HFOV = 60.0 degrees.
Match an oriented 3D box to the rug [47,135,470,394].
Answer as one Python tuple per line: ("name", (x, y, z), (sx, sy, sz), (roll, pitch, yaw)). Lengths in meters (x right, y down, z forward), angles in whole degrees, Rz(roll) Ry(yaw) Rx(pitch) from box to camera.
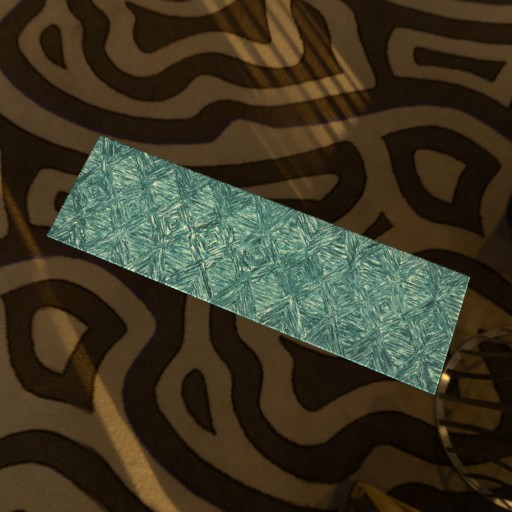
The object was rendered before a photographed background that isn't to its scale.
("rug", (0.000, 0.000, 2.484), (2.286, 0.016, 0.676), (22, 78, 5))
